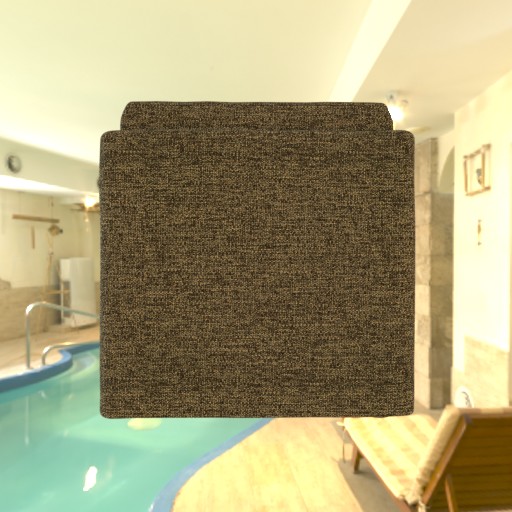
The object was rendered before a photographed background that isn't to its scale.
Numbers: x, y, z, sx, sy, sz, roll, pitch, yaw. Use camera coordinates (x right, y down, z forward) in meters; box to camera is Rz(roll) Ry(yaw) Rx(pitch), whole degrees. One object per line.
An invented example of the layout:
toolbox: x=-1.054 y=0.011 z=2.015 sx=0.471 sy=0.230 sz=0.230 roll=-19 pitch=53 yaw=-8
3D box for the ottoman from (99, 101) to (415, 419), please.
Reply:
ottoman: x=0.000 y=0.000 z=0.829 sx=0.450 sy=0.463 sz=0.450 roll=0 pitch=0 yaw=-1
